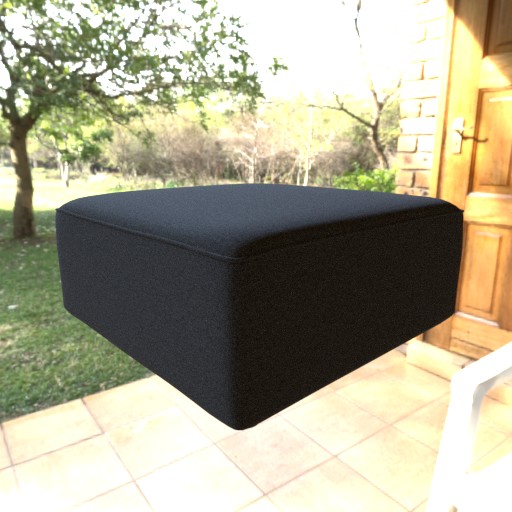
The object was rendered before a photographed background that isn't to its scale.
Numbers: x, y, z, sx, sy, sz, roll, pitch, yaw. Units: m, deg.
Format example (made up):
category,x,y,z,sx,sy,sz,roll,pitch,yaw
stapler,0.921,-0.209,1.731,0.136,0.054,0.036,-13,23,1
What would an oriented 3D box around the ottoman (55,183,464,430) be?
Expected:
category,x,y,z,sx,sy,sz,roll,pitch,yaw
ottoman,0.000,0.000,1.539,1.015,0.464,1.005,-12,18,-41
